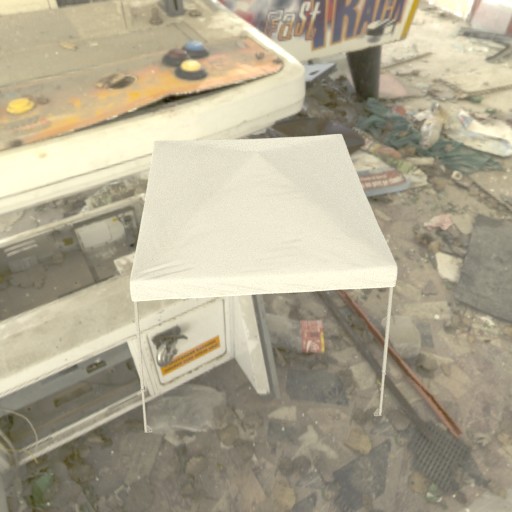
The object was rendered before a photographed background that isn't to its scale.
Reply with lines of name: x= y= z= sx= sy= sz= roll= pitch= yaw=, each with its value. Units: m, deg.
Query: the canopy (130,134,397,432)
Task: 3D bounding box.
canopy: x=0.000 y=0.000 z=6.725 sx=3.600 sy=3.600 sz=3.599 roll=-3 pitch=45 yaw=-3
